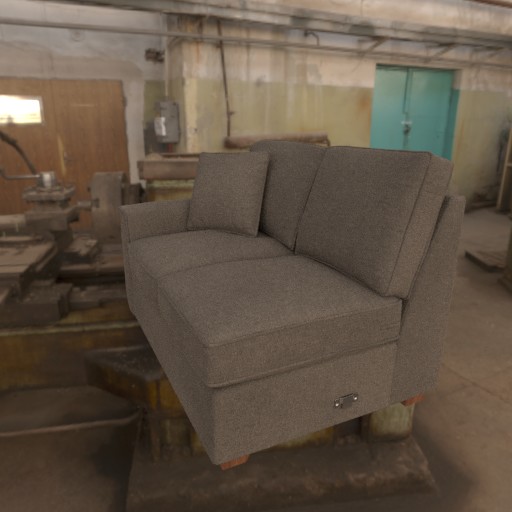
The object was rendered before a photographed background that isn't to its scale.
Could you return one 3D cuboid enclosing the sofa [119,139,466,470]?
[{"bbox_3d":[0.000,0.000,2.006,0.991,0.989,1.388,-8,19,-25],"label":"sofa"}]
